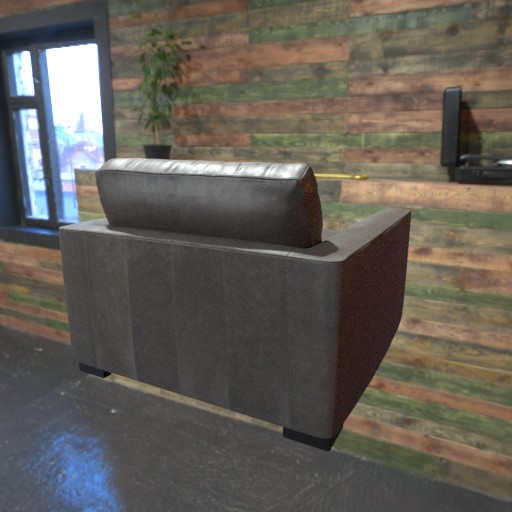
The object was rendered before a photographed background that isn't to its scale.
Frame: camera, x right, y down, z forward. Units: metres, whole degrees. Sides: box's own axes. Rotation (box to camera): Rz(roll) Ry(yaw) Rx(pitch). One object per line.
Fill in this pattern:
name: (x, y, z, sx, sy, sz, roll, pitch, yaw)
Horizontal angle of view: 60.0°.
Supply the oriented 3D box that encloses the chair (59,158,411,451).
chair: (0.000, 0.000, 1.841, 1.106, 0.807, 1.080, 7, 16, 27)
